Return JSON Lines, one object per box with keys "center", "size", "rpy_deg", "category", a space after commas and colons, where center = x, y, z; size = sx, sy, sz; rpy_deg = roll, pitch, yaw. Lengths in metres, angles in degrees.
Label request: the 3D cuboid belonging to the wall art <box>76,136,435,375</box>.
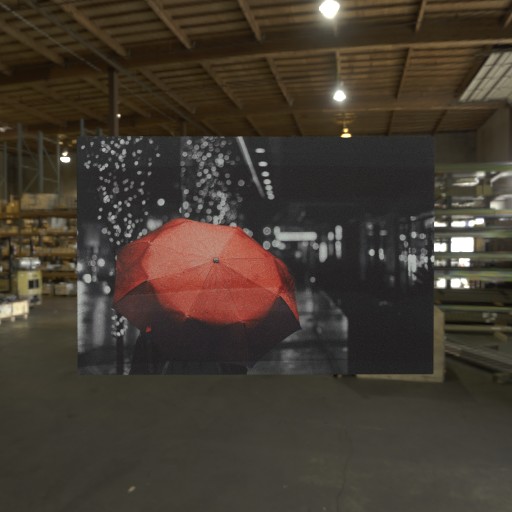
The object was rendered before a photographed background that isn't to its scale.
{"center": [0.000, 0.000, 1.151], "size": [0.914, 0.609, 0.038], "rpy_deg": [0, 1, 0], "category": "wall art"}
